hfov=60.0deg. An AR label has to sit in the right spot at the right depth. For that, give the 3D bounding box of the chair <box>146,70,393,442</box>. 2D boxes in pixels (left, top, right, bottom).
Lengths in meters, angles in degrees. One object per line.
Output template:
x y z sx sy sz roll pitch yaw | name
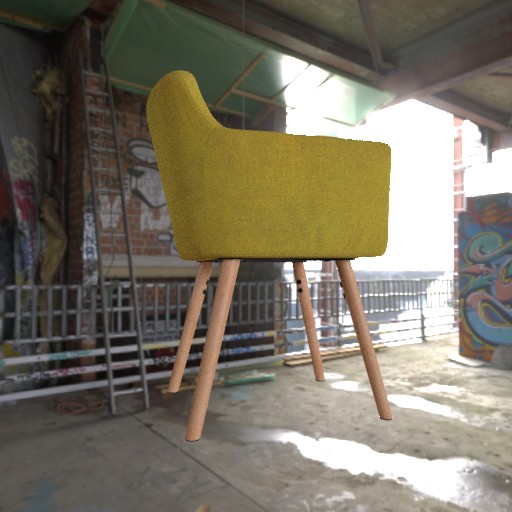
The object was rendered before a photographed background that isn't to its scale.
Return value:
0.000 0.000 1.175 0.570 0.780 0.570 1 -2 -16 | chair
